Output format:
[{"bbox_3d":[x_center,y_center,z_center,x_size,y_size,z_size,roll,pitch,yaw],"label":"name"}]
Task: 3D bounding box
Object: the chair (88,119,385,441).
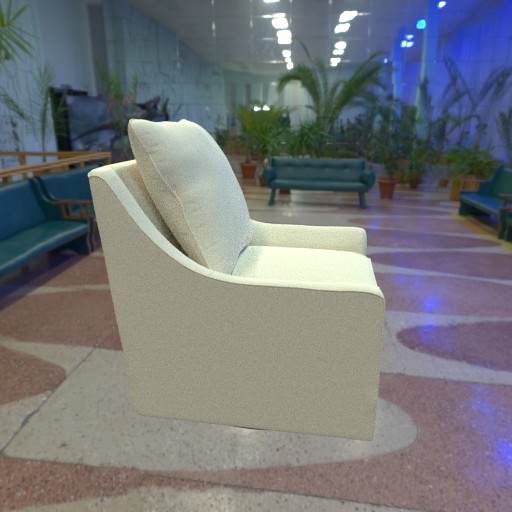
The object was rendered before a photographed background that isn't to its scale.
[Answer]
[{"bbox_3d":[0.000,0.000,1.633,0.876,0.965,0.756,3,17,9],"label":"chair"}]
